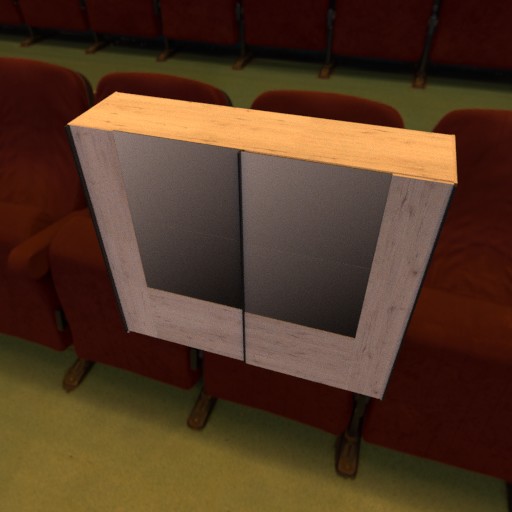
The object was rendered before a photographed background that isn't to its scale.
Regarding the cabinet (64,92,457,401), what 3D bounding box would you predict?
[{"bbox_3d":[0.000,0.000,3.636,2.500,2.180,0.660,12,42,13],"label":"cabinet"}]
